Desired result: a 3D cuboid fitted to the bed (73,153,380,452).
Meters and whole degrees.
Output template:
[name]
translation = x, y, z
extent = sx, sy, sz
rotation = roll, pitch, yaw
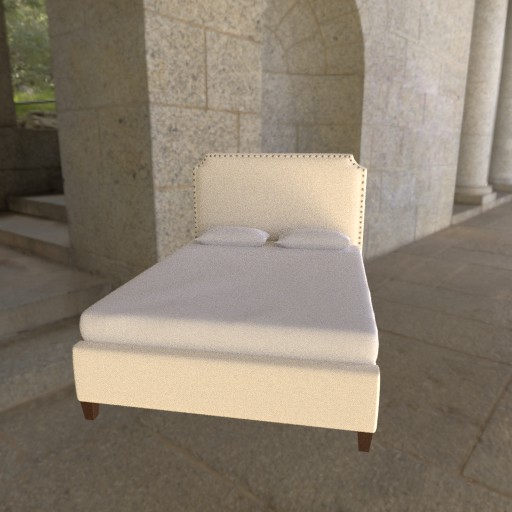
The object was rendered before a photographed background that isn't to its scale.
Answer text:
[bed]
translation = 0.000, 0.000, 3.388
extent = 1.712, 1.497, 2.372
rotation = 2, 14, 10
